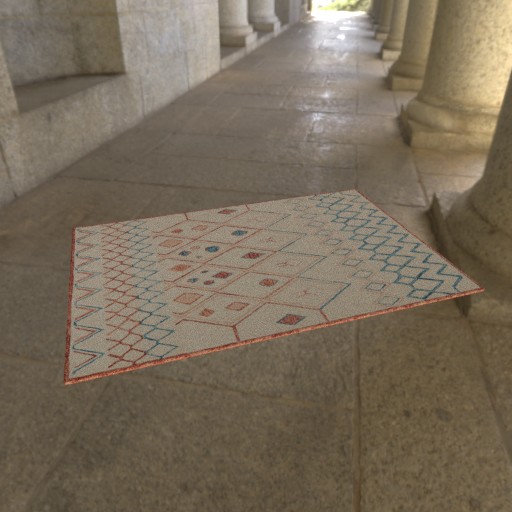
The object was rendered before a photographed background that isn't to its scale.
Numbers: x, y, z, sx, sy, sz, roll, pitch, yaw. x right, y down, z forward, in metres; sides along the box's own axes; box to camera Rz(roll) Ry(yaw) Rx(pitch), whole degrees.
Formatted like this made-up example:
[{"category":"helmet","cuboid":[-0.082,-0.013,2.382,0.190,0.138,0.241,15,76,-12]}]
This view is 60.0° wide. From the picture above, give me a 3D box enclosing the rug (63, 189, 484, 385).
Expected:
[{"category":"rug","cuboid":[0.000,0.000,2.301,1.829,0.016,1.219,-10,33,-15]}]
